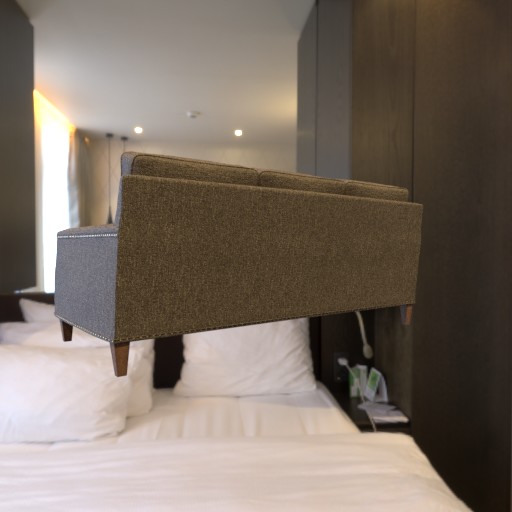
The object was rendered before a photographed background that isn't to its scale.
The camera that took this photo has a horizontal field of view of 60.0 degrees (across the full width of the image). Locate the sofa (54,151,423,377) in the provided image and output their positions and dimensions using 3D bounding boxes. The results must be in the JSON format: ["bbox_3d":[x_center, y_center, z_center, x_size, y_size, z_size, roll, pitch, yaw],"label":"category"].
[{"bbox_3d":[0.000,0.000,2.889,2.246,1.003,1.084,-1,2,-37],"label":"sofa"}]
